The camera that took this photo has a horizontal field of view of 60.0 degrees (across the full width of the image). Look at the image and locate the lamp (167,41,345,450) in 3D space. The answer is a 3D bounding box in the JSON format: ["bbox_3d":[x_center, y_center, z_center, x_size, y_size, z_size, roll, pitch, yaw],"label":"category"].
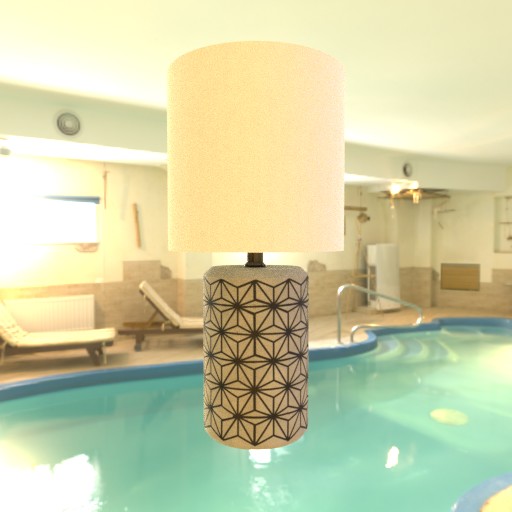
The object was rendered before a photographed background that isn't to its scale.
[{"bbox_3d":[0.000,0.000,0.530,0.206,0.416,0.206,2,3,37],"label":"lamp"}]
